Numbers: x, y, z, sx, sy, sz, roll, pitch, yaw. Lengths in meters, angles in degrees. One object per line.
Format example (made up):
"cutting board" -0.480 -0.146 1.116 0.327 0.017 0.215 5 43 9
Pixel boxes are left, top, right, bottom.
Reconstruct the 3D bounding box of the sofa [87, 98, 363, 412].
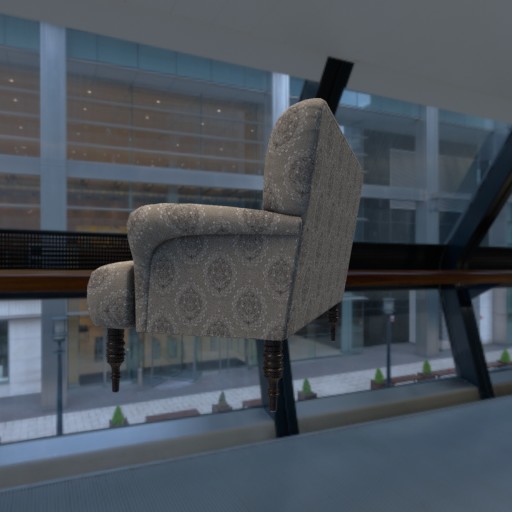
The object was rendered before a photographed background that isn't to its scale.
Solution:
"sofa" 0.000 0.000 1.862 0.779 0.889 1.297 0 0 19
